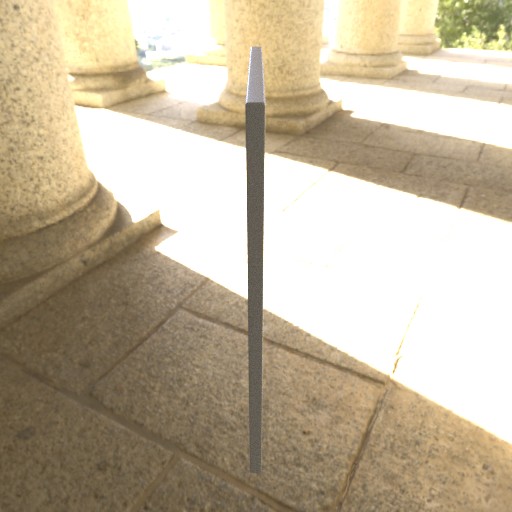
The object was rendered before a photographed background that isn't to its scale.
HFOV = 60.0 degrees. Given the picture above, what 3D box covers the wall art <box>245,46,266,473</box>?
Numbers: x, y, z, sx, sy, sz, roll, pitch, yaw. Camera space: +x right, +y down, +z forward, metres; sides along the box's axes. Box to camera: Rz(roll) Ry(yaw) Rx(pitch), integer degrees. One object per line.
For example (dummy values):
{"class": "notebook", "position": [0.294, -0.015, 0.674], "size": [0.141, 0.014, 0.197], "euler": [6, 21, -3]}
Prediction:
{"class": "wall art", "position": [0.000, 0.000, 1.022], "size": [0.026, 0.813, 0.556], "euler": [0, 32, 0]}
